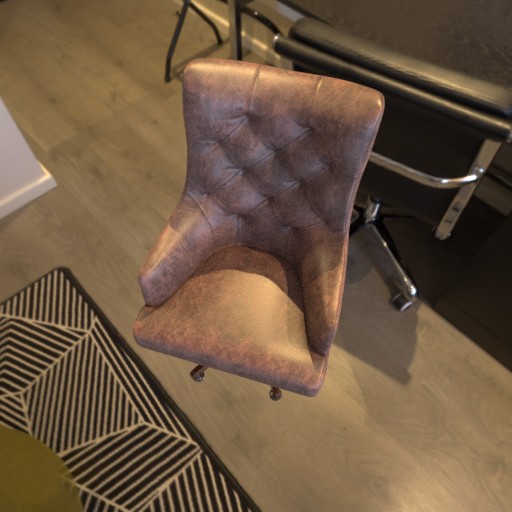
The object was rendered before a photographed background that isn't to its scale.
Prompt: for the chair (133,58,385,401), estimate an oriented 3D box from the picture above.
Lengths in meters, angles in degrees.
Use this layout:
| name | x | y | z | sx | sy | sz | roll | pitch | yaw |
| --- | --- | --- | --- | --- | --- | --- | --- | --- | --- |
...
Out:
| name | x | y | z | sx | sy | sz | roll | pitch | yaw |
| --- | --- | --- | --- | --- | --- | --- | --- | --- | --- |
| chair | 0.000 | 0.000 | 1.524 | 0.641 | 1.035 | 0.762 | 14 | 59 | 9 |
